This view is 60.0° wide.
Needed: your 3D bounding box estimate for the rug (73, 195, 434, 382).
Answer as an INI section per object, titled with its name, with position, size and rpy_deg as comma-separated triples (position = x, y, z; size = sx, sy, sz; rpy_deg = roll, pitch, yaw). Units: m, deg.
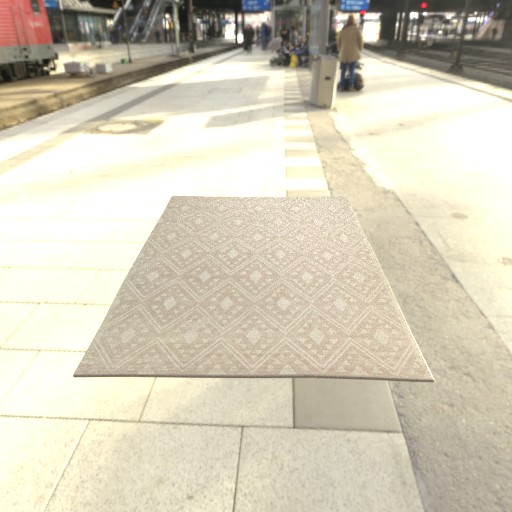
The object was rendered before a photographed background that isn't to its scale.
[rug]
position = 0.000, 0.000, 2.330
size = 1.252, 0.034, 1.829
rpy_deg = 0, 27, 1
